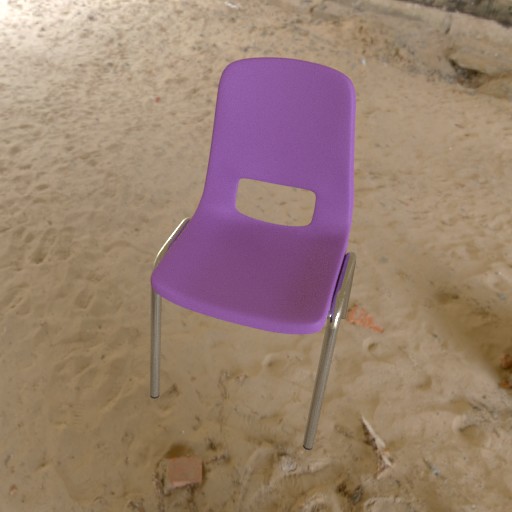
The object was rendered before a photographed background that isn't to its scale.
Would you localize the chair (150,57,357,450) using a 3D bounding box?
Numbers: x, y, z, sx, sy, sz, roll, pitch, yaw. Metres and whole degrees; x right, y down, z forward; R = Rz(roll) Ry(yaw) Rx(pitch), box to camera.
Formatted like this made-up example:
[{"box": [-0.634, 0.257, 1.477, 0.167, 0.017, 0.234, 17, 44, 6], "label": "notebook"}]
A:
[{"box": [0.000, 0.000, 0.677, 0.291, 0.493, 0.301, 13, 43, 14], "label": "chair"}]
